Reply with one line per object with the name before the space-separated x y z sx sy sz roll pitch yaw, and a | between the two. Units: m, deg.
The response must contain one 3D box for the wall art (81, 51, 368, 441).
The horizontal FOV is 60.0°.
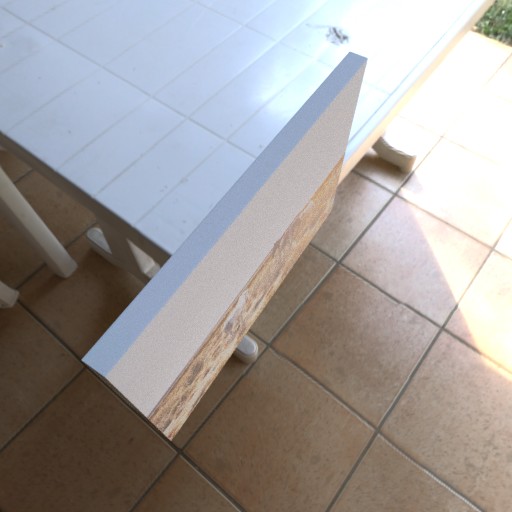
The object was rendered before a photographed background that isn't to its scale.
wall art | 0.000 0.000 1.132 0.050 0.610 0.914 29 63 16
